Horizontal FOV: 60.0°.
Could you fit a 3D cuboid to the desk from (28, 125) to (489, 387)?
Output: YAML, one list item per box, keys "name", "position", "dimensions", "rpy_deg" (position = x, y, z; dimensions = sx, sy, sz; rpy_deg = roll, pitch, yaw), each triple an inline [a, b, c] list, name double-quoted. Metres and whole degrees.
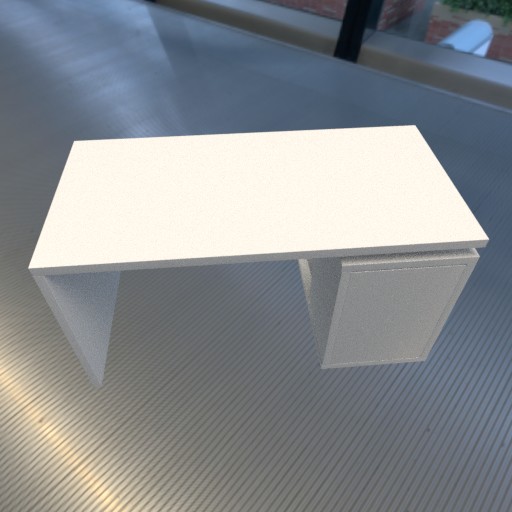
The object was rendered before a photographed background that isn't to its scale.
- name: "desk"
  position: [0.000, 0.000, 1.844]
  dimensions: [1.400, 0.740, 0.690]
  rpy_deg: [-4, 46, -3]
